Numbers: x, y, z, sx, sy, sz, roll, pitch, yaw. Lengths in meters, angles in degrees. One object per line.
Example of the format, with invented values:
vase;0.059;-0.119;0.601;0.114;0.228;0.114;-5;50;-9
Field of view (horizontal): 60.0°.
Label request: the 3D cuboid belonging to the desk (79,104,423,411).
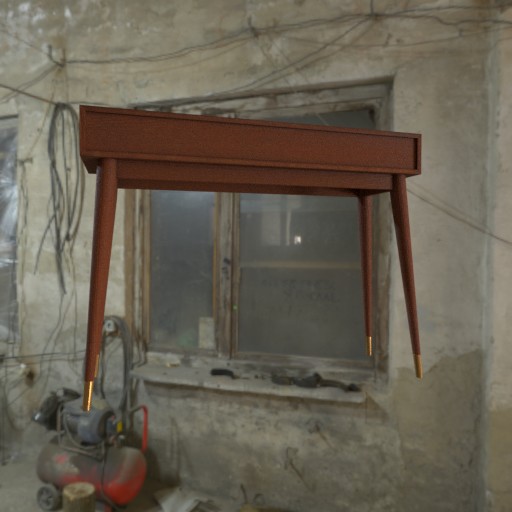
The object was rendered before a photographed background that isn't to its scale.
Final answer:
desk;0.000;0.000;1.670;1.204;0.917;0.384;0;1;-17
